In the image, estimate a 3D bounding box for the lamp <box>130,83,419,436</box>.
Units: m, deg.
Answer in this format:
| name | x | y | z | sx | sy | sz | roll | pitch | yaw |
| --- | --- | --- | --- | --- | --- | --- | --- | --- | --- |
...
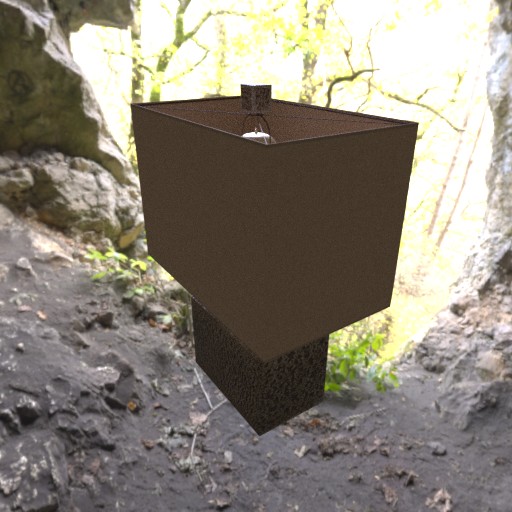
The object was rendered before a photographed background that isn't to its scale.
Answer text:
| name | x | y | z | sx | sy | sz | roll | pitch | yaw |
| --- | --- | --- | --- | --- | --- | --- | --- | --- | --- |
| lamp | 0.000 | 0.000 | 0.567 | 0.180 | 0.411 | 0.294 | -17 | 30 | -30 |
